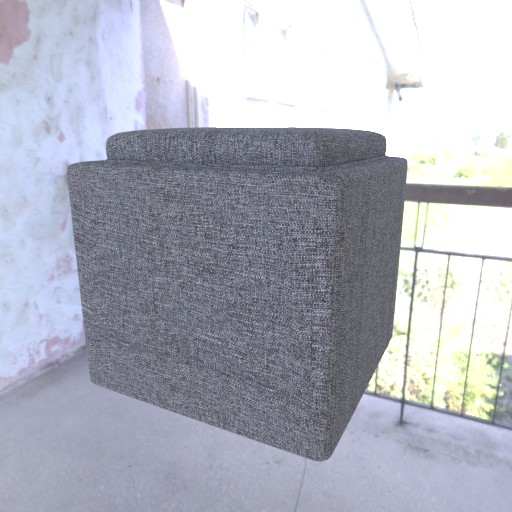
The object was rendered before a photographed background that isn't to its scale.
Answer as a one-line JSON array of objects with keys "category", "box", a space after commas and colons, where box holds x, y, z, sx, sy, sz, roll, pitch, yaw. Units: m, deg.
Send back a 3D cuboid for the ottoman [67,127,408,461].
[{"category": "ottoman", "box": [0.000, 0.000, 0.825, 0.450, 0.460, 0.450, 8, 17, 27]}]
